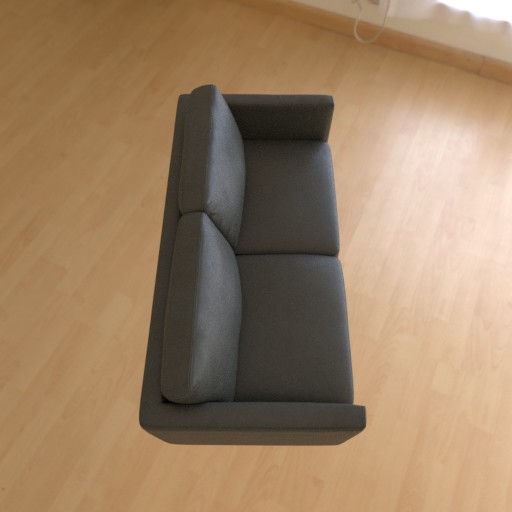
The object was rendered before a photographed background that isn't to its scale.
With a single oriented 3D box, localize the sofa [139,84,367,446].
[{"bbox_3d":[0.000,0.000,2.444,0.951,0.933,1.883,0,62,0],"label":"sofa"}]
